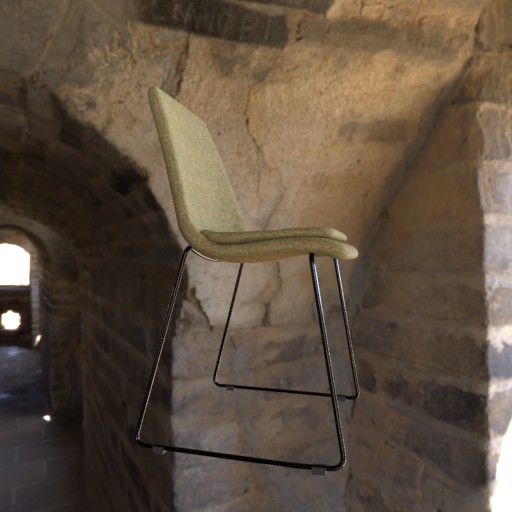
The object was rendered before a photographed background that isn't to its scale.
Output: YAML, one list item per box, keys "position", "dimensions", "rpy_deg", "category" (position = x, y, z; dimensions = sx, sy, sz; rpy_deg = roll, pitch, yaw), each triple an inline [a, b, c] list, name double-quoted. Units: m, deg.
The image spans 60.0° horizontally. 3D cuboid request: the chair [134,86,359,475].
- position: [0.000, 0.000, 1.139]
  dimensions: [0.496, 0.849, 0.479]
  rpy_deg: [0, 0, 16]
  category: "chair"
